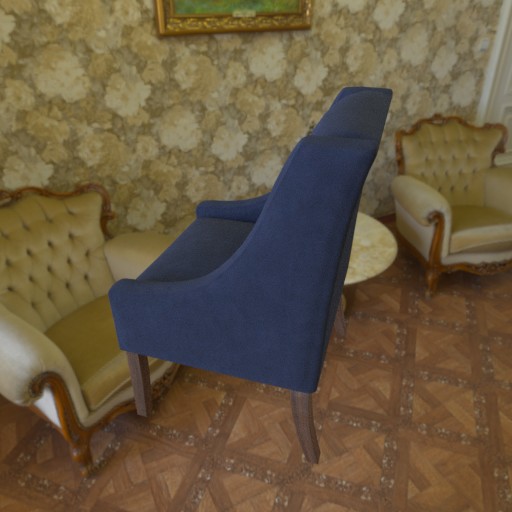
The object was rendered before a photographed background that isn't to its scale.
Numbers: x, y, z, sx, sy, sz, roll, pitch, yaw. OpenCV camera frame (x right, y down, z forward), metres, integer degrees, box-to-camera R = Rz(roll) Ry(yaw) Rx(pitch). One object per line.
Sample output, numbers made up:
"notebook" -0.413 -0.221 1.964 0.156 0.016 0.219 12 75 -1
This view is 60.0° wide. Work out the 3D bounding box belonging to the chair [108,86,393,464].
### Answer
"chair" 0.000 0.000 1.311 0.629 0.895 0.629 9 31 15
